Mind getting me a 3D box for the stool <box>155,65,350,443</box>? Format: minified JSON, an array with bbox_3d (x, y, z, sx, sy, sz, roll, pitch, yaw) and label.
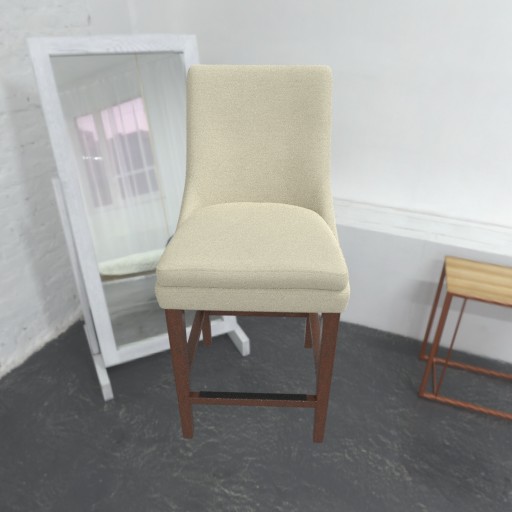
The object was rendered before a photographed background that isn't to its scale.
[{"bbox_3d":[0.000,0.000,1.302,0.470,0.981,0.577,1,30,2],"label":"stool"}]
